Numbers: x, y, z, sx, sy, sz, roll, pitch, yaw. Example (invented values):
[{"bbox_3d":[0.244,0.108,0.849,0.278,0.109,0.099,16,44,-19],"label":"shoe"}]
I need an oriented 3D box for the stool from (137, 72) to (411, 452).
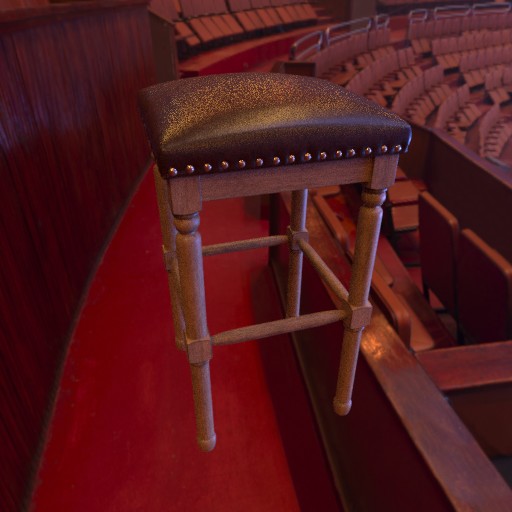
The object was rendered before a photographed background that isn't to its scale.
[{"bbox_3d":[0.000,0.000,0.926,0.383,0.702,0.382,-9,33,-14],"label":"stool"}]
